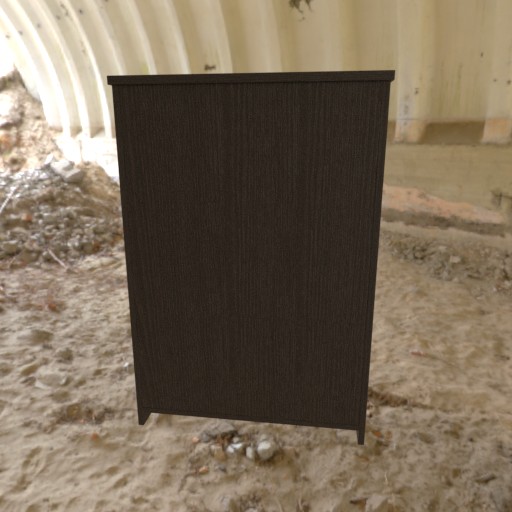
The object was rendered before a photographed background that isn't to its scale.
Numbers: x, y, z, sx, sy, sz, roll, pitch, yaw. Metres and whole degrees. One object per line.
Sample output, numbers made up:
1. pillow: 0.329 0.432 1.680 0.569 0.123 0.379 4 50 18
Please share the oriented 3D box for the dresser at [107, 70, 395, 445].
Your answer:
1. dresser: 0.000 0.000 1.391 0.704 1.020 0.399 2 15 8
